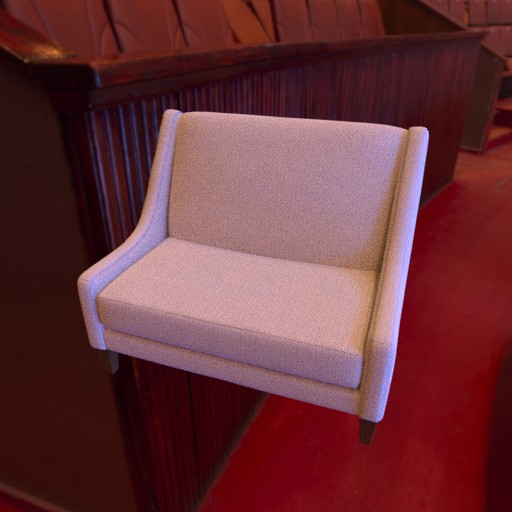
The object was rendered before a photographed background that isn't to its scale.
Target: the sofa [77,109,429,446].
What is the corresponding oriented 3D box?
[{"bbox_3d":[0.000,0.000,1.898,1.242,1.022,0.870,10,30,17],"label":"sofa"}]
